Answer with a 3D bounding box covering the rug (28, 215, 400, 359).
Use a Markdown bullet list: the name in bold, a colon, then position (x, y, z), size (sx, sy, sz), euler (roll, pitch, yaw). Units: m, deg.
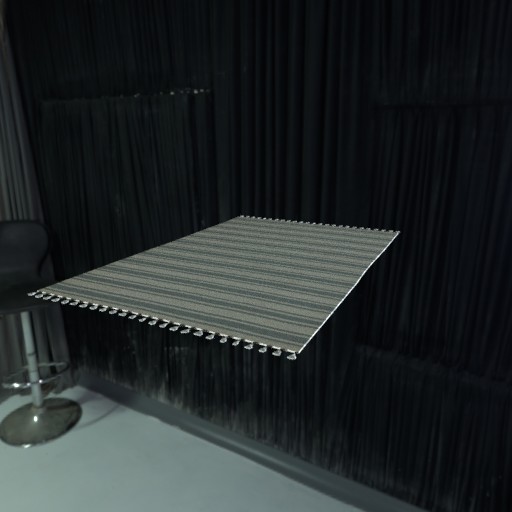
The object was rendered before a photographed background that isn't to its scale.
- **rug**: position (0.000, 0.000, 3.074), size (1.539, 0.011, 2.410), euler (8, 18, 26)
